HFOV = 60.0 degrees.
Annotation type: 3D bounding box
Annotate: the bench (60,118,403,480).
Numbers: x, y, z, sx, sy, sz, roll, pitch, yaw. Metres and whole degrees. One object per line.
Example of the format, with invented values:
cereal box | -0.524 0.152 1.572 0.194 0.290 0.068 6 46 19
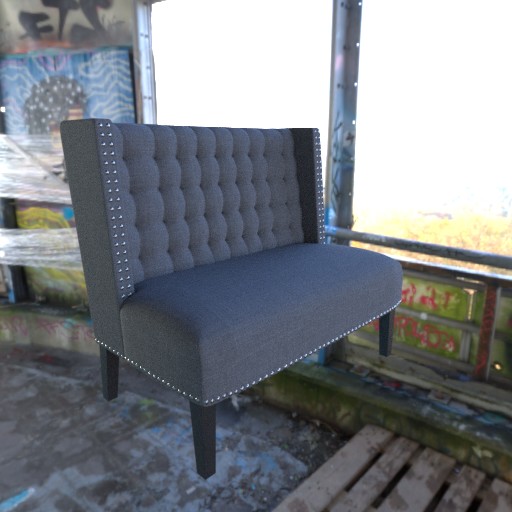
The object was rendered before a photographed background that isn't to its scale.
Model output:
bench | 0.000 0.000 1.943 0.842 1.121 1.276 14 20 43
